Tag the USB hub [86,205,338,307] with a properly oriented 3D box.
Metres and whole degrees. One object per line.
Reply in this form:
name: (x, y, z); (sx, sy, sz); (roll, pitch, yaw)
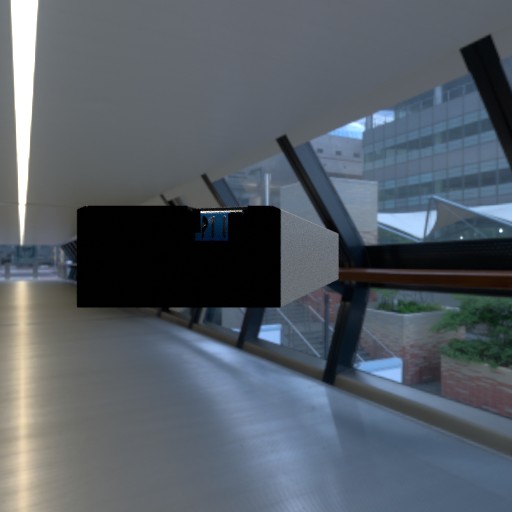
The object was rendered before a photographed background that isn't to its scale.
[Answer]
USB hub: (0.000, 0.000, 0.159); (0.044, 0.023, 0.145); (0, 0, 17)
